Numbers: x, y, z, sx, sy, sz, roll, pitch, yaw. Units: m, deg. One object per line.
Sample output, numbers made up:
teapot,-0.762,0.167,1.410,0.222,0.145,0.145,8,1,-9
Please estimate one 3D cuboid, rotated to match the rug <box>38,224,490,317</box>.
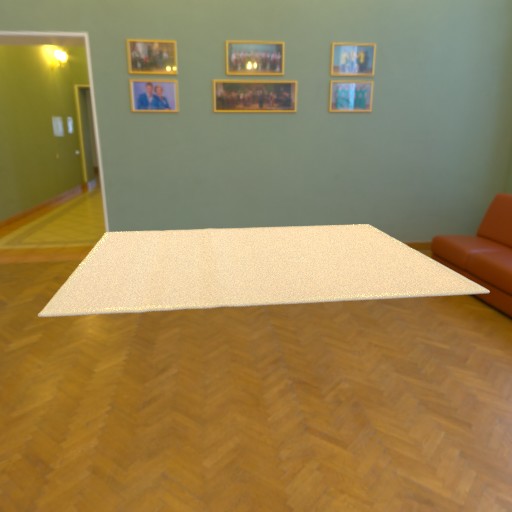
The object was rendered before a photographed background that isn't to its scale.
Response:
rug,0.000,0.000,4.829,3.659,0.037,2.734,-2,16,-8
